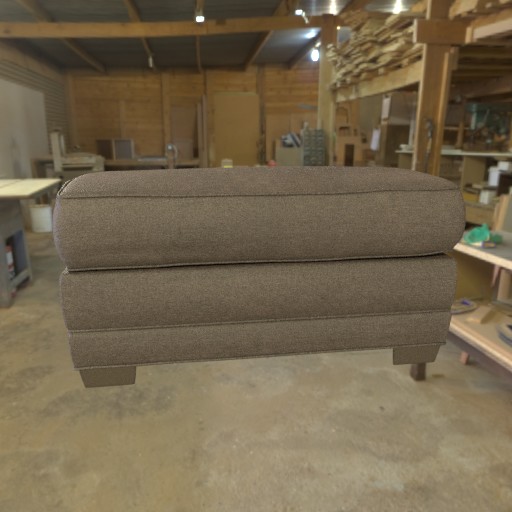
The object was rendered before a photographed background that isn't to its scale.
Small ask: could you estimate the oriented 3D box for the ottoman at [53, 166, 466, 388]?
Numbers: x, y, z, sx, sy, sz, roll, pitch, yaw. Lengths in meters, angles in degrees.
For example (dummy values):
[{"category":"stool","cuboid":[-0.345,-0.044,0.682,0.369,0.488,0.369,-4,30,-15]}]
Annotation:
[{"category":"ottoman","cuboid":[0.000,0.000,1.142,0.864,0.448,0.490,-2,15,-8]}]
